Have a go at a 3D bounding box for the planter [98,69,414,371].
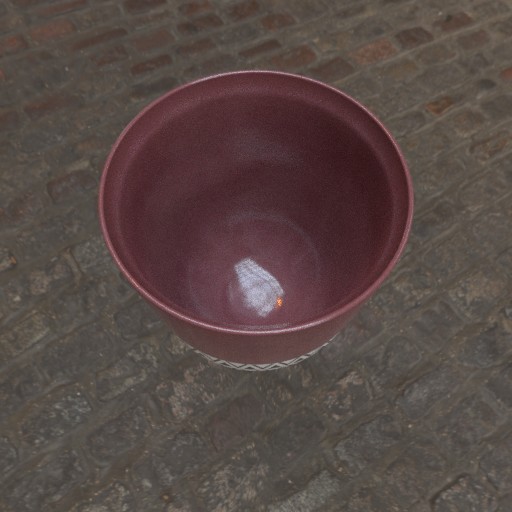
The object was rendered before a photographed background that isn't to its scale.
[{"bbox_3d":[0.000,0.000,0.372,0.195,0.214,0.195,0,64,0],"label":"planter"}]
